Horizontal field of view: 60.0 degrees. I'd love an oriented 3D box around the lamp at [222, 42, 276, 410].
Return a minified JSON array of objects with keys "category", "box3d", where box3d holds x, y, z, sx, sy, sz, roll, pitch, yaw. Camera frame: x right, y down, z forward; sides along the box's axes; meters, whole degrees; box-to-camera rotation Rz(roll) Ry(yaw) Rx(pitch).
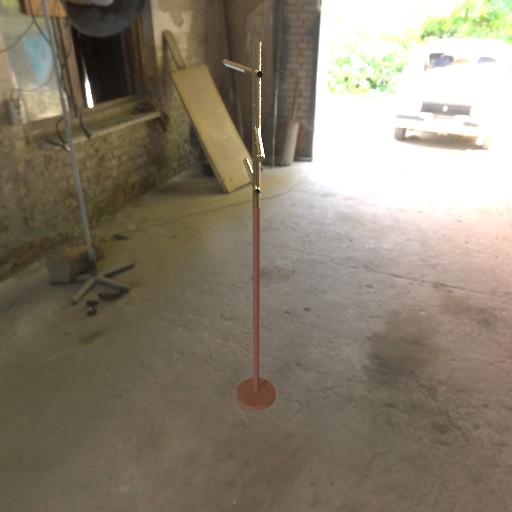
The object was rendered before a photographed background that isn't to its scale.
[{"category":"lamp","box3d":[0.000,0.000,1.958,0.209,1.704,0.737,-8,30,-14]}]
